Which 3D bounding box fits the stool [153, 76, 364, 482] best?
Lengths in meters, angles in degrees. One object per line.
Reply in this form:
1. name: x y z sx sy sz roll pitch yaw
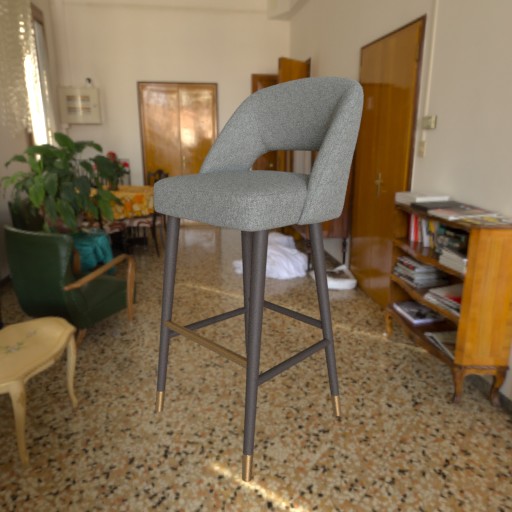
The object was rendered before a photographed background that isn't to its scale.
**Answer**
1. stool: 0.000 0.000 1.395 0.524 1.089 0.536 -14 20 -42
